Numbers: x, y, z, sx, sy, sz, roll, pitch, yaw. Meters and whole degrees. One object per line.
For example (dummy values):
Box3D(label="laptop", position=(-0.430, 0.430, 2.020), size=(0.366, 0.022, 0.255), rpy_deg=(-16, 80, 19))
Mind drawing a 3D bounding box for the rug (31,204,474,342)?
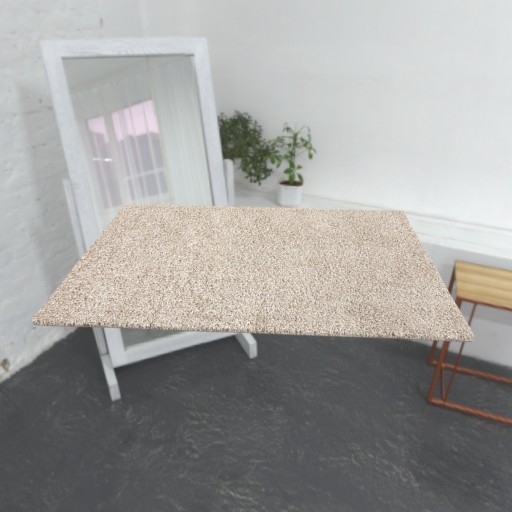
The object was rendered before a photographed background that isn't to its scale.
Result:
Box3D(label="rug", position=(0.000, 0.000, 2.293), size=(1.778, 0.030, 1.219), rpy_deg=(2, 30, 3))
